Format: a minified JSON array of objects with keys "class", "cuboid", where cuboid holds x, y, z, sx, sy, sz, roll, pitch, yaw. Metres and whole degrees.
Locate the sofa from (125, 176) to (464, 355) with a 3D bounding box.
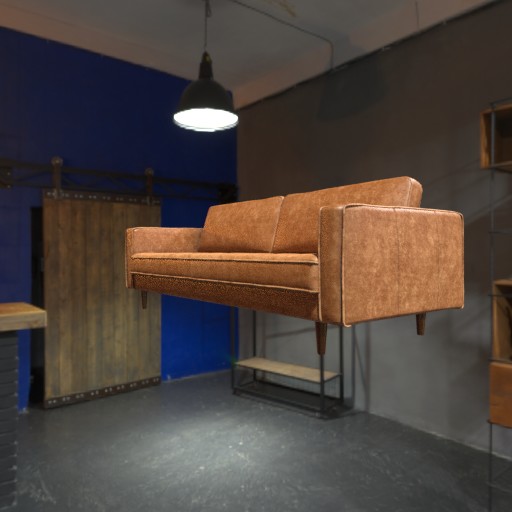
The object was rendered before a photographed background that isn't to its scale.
[{"class":"sofa","cuboid":[0.000,0.000,2.714,0.886,0.779,2.199,0,1,-37]}]
